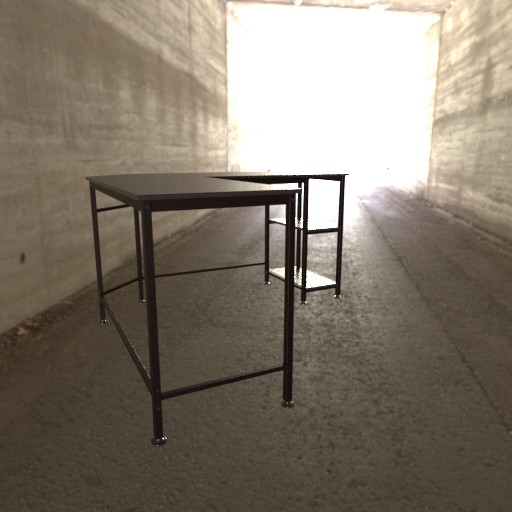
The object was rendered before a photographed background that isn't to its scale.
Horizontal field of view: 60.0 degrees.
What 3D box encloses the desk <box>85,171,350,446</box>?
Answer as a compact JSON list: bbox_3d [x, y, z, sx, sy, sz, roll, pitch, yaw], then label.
[{"bbox_3d":[0.000,0.000,2.118,1.379,0.739,1.379,-6,14,-26],"label":"desk"}]
